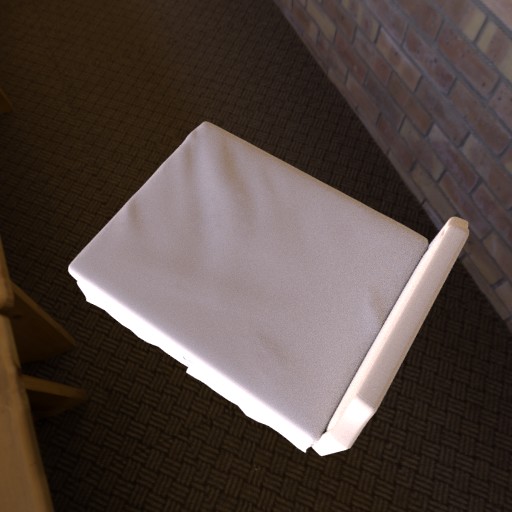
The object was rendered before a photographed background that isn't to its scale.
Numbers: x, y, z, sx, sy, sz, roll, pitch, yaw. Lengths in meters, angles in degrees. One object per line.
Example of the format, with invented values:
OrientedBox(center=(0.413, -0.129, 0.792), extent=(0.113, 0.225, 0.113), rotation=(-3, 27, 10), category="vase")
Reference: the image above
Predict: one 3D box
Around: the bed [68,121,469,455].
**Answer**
OrientedBox(center=(0.000, 0.000, 3.540), extent=(2.498, 1.293, 1.977), rotation=(31, 68, 14), category="bed")
